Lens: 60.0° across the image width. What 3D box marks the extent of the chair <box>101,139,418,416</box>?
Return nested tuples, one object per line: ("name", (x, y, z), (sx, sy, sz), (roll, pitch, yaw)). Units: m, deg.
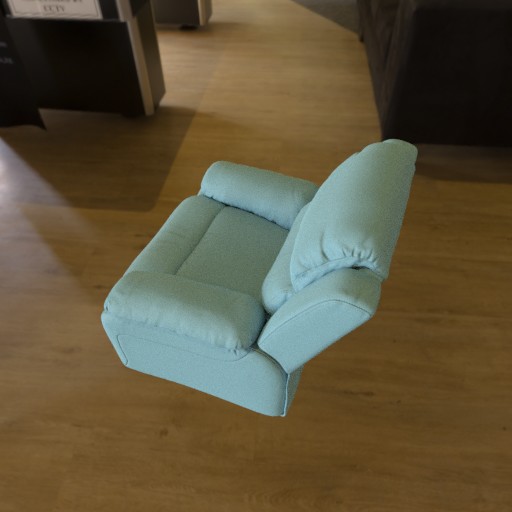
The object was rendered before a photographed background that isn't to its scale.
("chair", (0.000, 0.000, 1.271), (0.709, 0.702, 0.680), (16, 49, 15))
